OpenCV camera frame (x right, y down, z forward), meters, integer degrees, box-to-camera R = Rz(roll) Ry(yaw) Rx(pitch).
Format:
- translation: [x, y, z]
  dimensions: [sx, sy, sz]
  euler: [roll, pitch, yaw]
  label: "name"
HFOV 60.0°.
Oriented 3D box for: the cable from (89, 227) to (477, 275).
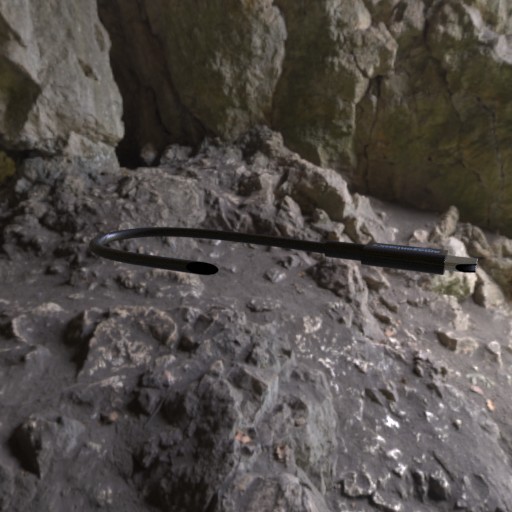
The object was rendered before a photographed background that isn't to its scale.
- translation: [0.000, 0.000, 0.110]
  dimensions: [0.098, 0.005, 0.041]
  euler: [8, 17, 26]
  label: "cable"
